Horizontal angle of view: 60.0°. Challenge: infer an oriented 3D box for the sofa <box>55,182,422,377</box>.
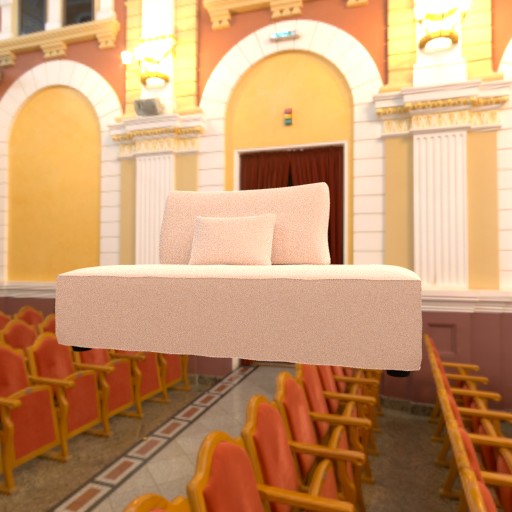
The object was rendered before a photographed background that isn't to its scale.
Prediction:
[{"bbox_3d":[0.000,0.000,2.109,1.450,0.820,1.000,0,-1,19],"label":"sofa"}]
